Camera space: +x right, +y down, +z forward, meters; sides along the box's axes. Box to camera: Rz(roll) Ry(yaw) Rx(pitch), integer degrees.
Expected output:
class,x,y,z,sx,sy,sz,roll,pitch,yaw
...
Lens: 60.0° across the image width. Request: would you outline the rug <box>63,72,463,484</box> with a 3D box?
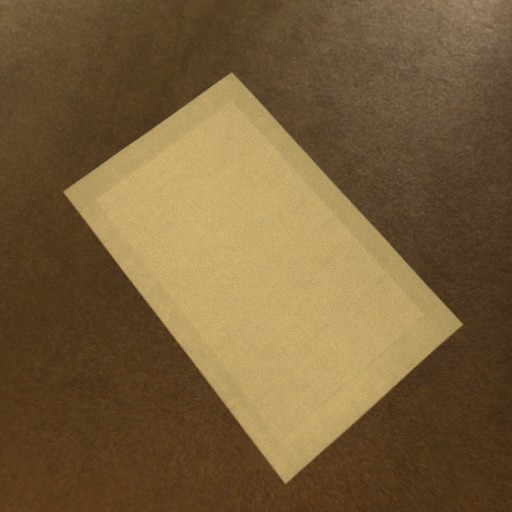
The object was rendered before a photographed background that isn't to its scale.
class,x,y,z,sx,sy,sz,roll,pitch,yaw
rug,0.000,0.000,3.016,1.524,0.014,2.438,-38,80,-8
